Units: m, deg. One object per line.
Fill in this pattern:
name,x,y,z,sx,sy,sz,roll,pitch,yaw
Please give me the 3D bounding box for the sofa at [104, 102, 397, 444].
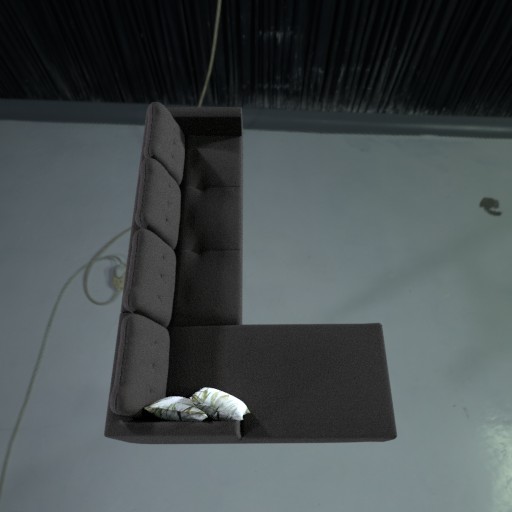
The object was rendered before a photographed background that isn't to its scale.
sofa,0.000,0.000,3.459,1.829,0.932,2.679,0,64,0
